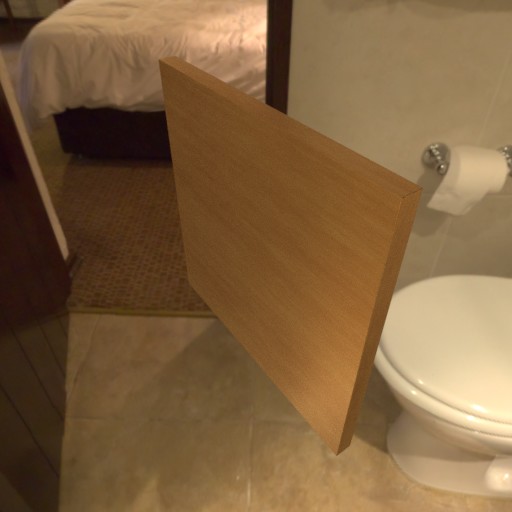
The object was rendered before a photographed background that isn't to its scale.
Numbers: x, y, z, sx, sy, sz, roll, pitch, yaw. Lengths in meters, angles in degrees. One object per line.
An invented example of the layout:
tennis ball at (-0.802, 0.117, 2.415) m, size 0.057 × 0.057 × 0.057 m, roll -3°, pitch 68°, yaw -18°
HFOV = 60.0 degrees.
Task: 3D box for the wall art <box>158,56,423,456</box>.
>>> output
wall art at (0.000, 0.000, 0.439) m, size 0.019 × 0.302 × 0.302 m, roll -25°, pitch 46°, yaw -26°
